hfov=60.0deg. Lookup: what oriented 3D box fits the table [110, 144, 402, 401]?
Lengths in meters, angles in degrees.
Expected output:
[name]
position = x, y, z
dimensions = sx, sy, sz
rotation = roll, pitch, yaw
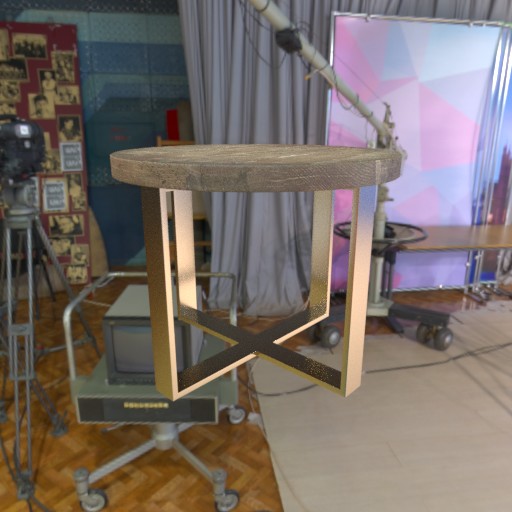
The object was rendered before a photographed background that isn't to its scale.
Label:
[table]
position = 0.000, 0.000, 0.951
dimensions = 0.557, 0.437, 0.557
rotation = 0, 17, 0
